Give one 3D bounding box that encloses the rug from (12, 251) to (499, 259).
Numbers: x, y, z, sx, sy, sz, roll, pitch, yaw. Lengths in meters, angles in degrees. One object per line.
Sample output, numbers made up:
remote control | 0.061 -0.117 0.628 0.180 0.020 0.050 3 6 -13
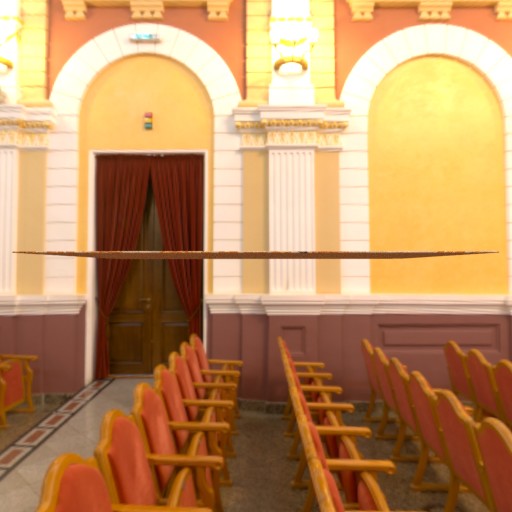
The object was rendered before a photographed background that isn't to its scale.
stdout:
rug | 0.000 0.000 2.958 2.428 0.010 1.533 0 -1 1
